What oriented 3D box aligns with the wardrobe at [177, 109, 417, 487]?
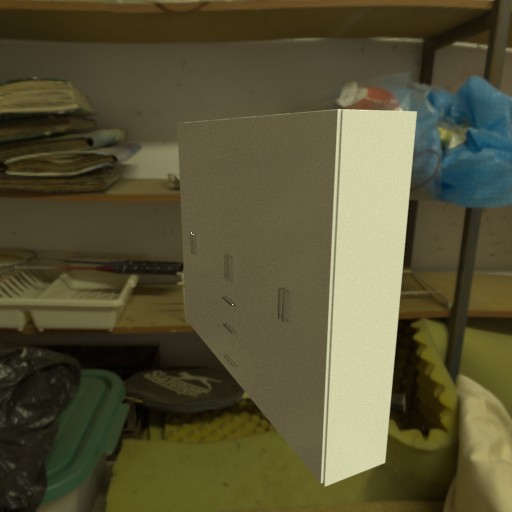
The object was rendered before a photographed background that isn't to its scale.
[{"bbox_3d":[0.000,0.000,4.002,0.580,2.360,3.000,-7,17,-25],"label":"wardrobe"}]
